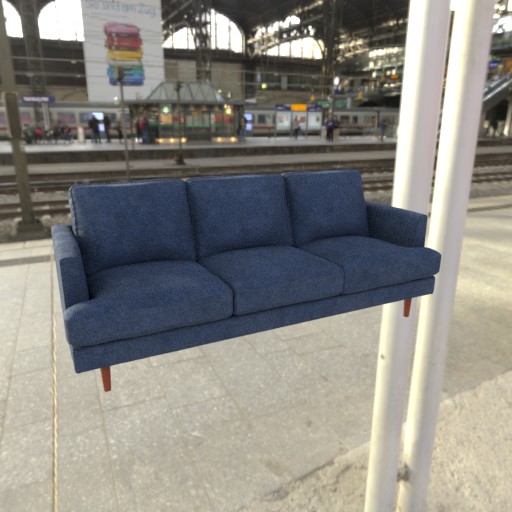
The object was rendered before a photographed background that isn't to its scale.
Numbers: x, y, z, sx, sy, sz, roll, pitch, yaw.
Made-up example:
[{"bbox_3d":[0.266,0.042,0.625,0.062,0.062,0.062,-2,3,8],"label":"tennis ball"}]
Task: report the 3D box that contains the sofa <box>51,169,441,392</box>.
[{"bbox_3d":[0.000,0.000,2.720,2.246,0.930,0.903,-8,18,-25],"label":"sofa"}]
